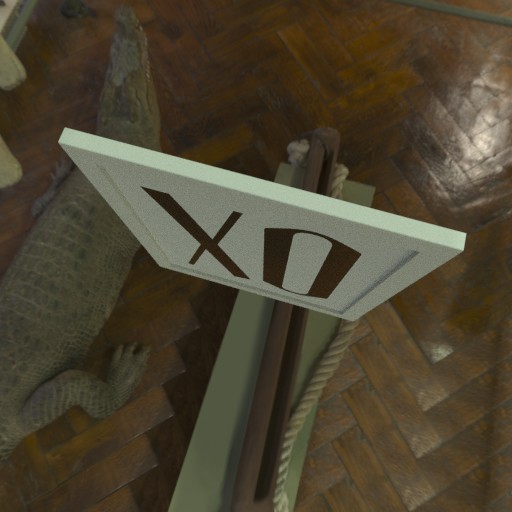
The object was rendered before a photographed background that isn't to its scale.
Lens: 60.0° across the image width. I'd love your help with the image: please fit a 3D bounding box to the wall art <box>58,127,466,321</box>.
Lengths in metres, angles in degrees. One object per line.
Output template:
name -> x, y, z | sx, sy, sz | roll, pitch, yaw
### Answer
wall art -> 0.000, 0.000, 0.726 | 0.444, 0.536, 0.020 | 16, 75, 4
